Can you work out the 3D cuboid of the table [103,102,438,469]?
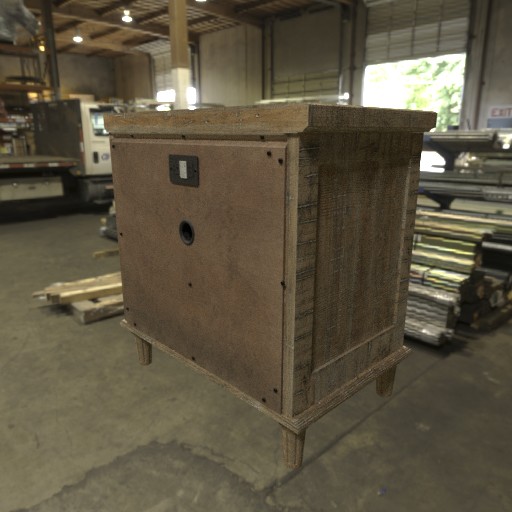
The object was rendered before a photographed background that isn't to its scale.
[{"bbox_3d":[0.000,0.000,1.155,0.457,0.711,0.686,-15,21,-42],"label":"table"}]
